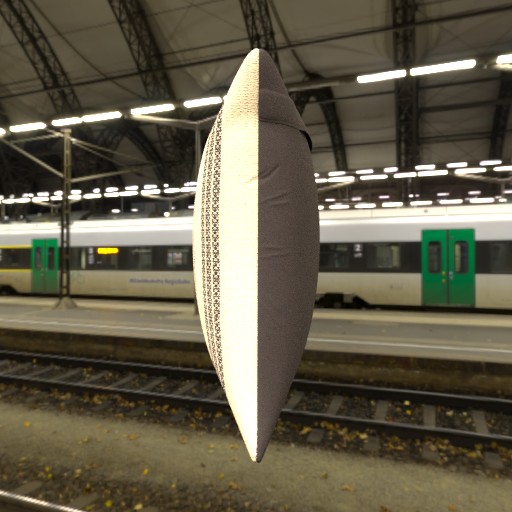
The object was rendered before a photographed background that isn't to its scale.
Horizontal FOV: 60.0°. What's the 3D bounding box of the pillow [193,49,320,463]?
[{"bbox_3d":[0.000,0.000,0.632,0.173,0.406,0.405,0,-1,-1],"label":"pillow"}]
